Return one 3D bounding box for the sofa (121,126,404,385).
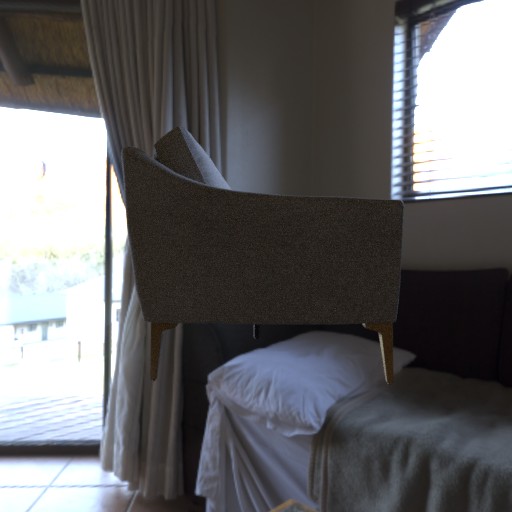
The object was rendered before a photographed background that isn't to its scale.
[{"bbox_3d":[0.000,0.000,2.468,0.980,0.913,2.036,0,-1,-1],"label":"sofa"}]
